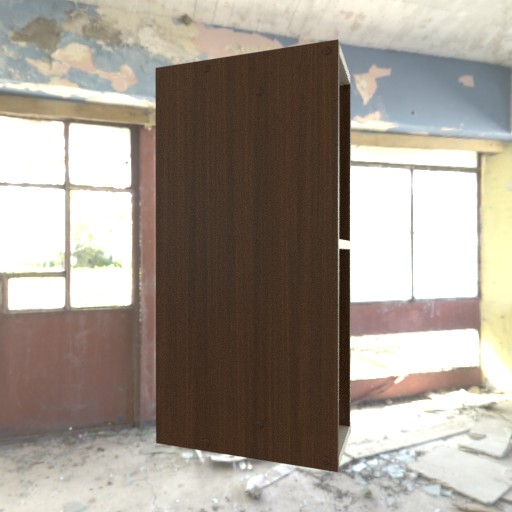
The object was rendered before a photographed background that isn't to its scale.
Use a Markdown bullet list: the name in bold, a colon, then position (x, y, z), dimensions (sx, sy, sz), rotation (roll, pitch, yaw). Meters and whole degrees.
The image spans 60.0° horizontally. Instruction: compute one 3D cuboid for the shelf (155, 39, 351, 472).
- **shelf**: position (0.000, 0.000, 0.729), dimensions (0.290, 0.600, 0.147), rotation (0, 0, 19)
